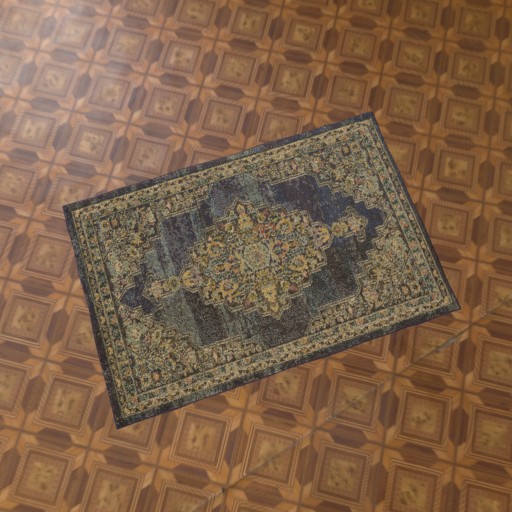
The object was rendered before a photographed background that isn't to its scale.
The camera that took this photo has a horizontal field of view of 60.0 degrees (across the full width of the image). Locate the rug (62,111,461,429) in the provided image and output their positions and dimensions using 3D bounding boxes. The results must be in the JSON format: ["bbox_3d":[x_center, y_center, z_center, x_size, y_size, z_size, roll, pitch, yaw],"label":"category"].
[{"bbox_3d":[0.000,0.000,2.286,1.781,0.012,1.184,-18,76,-5],"label":"rug"}]
